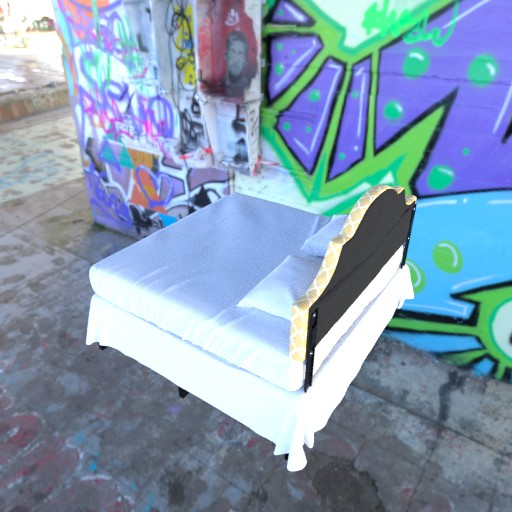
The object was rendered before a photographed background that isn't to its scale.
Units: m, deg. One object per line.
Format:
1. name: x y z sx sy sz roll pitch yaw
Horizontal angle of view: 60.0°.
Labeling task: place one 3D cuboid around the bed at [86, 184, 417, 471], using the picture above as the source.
1. bed: 0.000 0.000 3.771 2.222 1.601 2.314 19 35 30
